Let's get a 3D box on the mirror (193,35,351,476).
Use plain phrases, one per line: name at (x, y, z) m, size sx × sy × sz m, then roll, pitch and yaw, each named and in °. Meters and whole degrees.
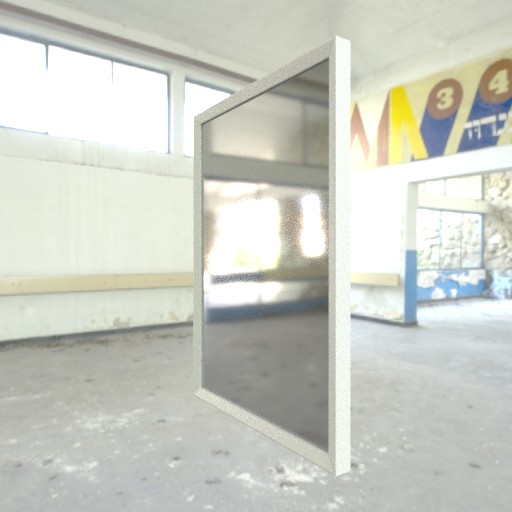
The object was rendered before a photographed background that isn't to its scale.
mirror at (0.000, 0.000, 0.932) m, size 0.039 × 0.710 × 0.507 m, roll 0°, pitch 0°, yaw -35°
